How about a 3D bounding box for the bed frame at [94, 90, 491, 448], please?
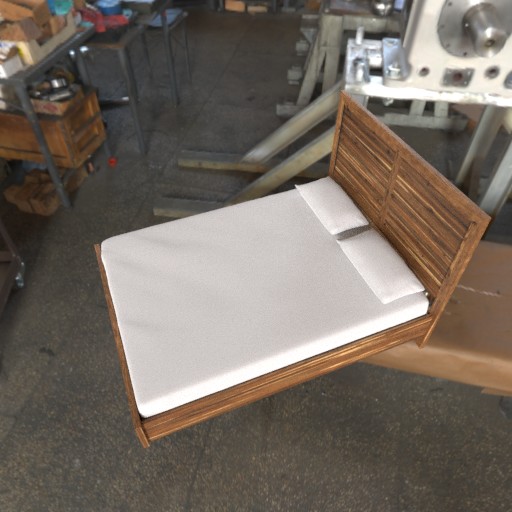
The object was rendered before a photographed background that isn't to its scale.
[{"bbox_3d":[0.000,0.000,3.340,2.276,1.417,1.696,-16,49,-15],"label":"bed frame"}]
